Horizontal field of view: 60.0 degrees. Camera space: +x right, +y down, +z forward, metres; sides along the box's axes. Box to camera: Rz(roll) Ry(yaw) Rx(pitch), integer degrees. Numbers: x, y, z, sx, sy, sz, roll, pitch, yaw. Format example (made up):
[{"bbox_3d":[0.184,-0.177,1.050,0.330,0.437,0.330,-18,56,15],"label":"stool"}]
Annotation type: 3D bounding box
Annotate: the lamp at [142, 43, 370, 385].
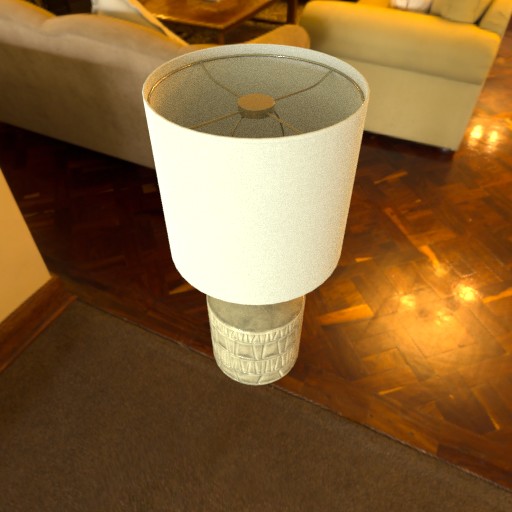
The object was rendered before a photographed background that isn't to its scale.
[{"bbox_3d":[0.000,0.000,0.576,0.211,0.455,0.211,-16,46,-16],"label":"lamp"}]
